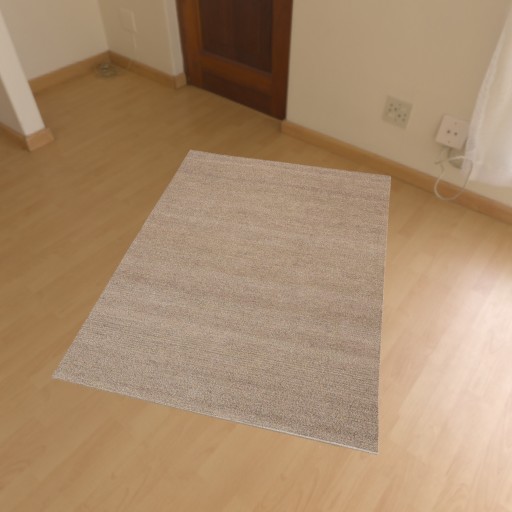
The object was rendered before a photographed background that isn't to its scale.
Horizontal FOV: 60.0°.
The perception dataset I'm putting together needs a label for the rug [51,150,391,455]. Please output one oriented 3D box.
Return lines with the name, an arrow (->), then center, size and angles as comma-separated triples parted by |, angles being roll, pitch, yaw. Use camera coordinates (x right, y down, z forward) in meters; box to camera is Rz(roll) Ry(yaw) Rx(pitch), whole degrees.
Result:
rug -> 0.000, 0.000, 4.273 | 2.467, 0.046, 3.245 | 10, 47, 9
